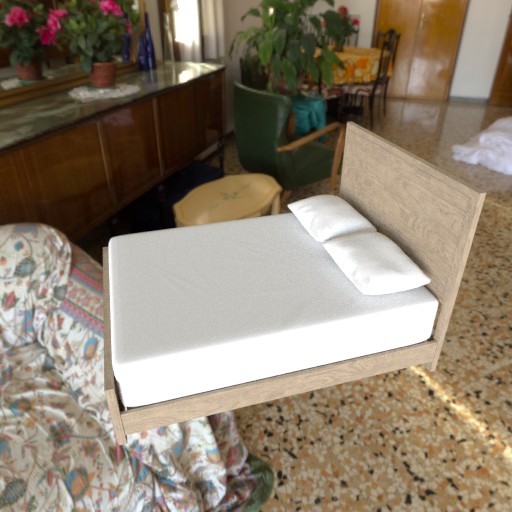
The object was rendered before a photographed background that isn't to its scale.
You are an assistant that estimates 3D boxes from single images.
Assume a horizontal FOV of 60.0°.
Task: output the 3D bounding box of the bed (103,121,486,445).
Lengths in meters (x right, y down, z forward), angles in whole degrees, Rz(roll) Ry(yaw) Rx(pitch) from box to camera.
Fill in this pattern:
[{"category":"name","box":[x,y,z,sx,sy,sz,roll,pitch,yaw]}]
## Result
[{"category":"bed","box":[0.000,0.000,3.203,2.189,1.369,1.606,-9,32,-14]}]
